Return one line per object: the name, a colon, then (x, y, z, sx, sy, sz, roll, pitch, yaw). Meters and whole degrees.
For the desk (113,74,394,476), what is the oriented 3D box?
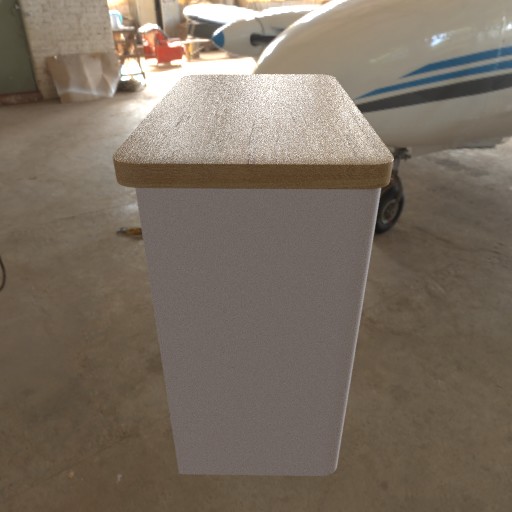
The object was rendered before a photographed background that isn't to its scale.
desk: (0.000, 0.000, 1.191, 0.440, 0.790, 0.760, 0, 32, 1)
